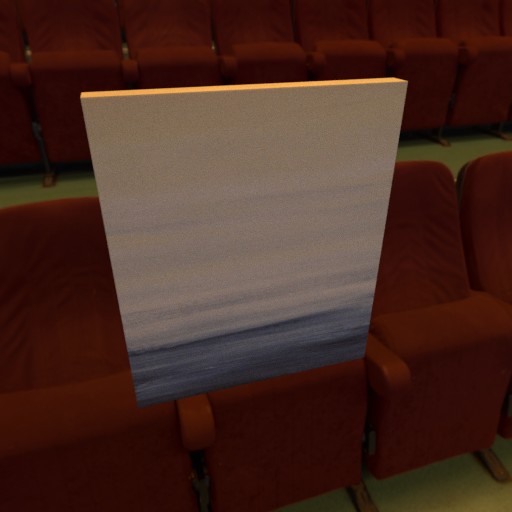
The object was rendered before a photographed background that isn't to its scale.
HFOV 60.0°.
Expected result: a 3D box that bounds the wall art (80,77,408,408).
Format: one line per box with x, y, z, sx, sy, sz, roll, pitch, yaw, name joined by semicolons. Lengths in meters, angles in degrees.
0.000;0.000;0.707;0.435;0.511;0.037;-9;31;-15;wall art
